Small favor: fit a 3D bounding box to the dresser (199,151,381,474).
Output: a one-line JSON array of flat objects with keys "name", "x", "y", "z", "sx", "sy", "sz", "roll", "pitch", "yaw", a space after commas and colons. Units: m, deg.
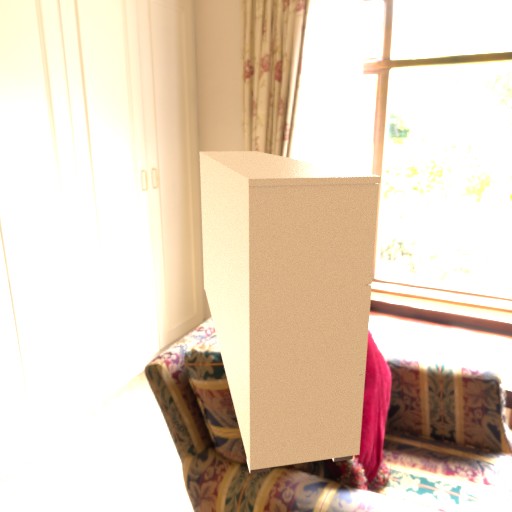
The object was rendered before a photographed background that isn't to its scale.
[{"name": "dresser", "x": 0.000, "y": 0.000, "z": 1.846, "sx": 0.333, "sy": 0.790, "sz": 1.535, "roll": -3, "pitch": 16, "yaw": -11}]
